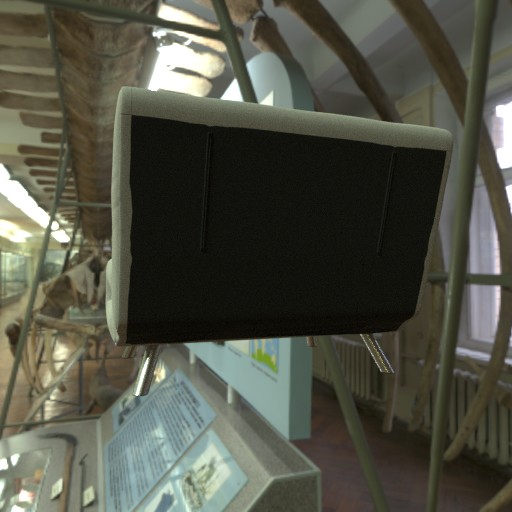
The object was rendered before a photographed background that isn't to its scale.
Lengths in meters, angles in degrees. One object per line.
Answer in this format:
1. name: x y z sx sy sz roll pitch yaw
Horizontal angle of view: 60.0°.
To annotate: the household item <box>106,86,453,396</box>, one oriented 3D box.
1. household item: 0.000 0.000 1.580 1.000 0.800 0.874 1 -2 -20
